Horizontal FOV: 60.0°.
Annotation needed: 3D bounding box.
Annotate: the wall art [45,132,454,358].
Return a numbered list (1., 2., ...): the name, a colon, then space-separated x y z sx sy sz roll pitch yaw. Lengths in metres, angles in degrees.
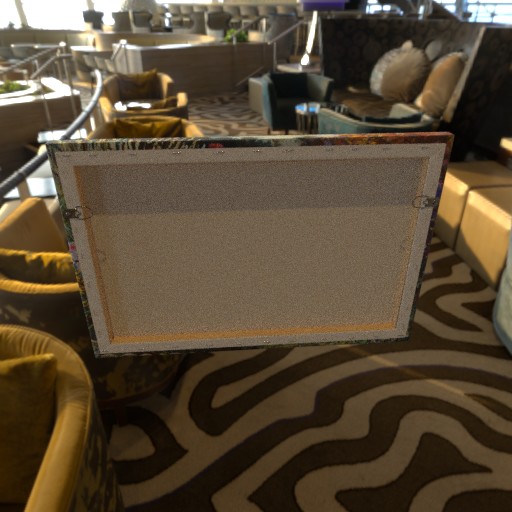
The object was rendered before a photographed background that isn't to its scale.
1. wall art: 0.000 0.000 1.427 1.136 0.760 0.042 -2 30 -4
